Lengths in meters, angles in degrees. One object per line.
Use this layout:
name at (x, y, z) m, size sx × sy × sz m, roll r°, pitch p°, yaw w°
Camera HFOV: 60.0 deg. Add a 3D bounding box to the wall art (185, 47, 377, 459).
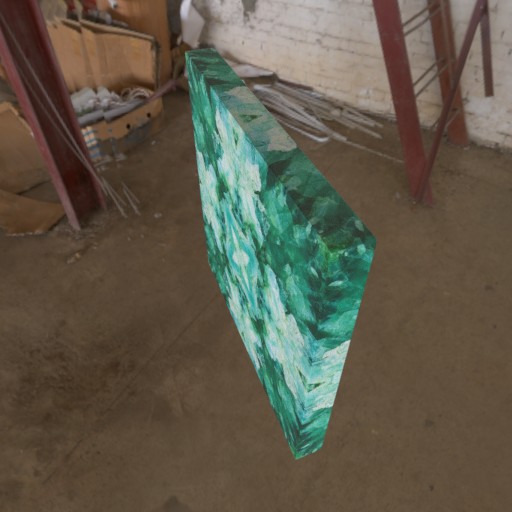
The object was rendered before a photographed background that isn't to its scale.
wall art at (0.000, 0.000, 0.466) m, size 0.033 × 0.313 × 0.313 m, roll -16°, pitch 48°, yaw -15°
